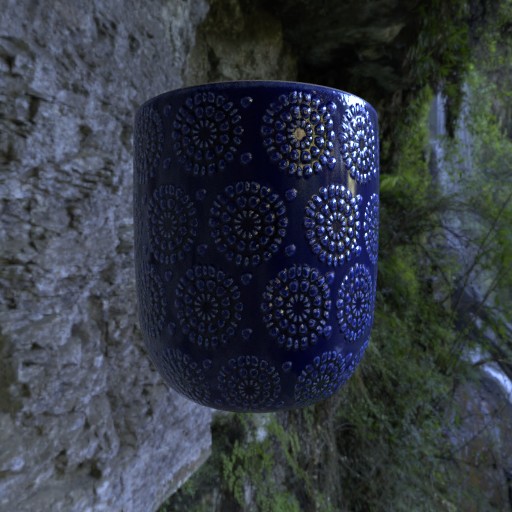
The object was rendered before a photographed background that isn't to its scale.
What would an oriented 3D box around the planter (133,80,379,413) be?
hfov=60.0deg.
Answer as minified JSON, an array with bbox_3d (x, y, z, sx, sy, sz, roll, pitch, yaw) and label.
[{"bbox_3d":[0.000,0.000,0.345,0.184,0.206,0.184,0,1,0],"label":"planter"}]
